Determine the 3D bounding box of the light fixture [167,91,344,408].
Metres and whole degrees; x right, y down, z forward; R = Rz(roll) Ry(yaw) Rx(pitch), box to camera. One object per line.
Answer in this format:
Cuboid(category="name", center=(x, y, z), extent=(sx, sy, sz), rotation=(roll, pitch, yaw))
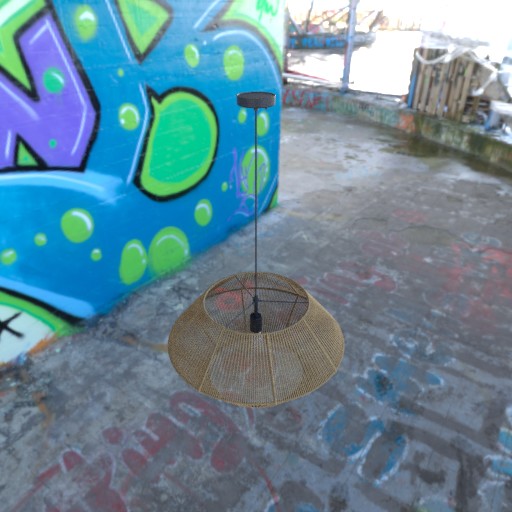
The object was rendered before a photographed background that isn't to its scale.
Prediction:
Cuboid(category="light fixture", center=(0.000, 0.000, 1.456), extent=(0.643, 1.009, 0.643), rotation=(0, 30, 0))
